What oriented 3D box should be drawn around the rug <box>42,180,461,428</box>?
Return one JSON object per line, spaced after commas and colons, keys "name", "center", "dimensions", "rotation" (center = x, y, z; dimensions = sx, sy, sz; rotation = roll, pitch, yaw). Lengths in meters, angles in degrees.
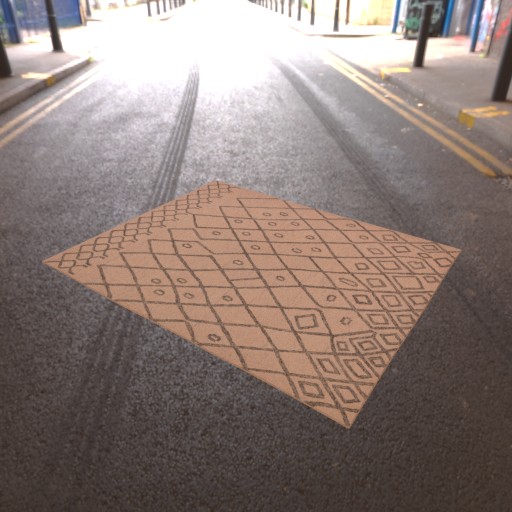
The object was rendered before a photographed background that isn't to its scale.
{"name": "rug", "center": [0.000, 0.000, 4.106], "dimensions": [3.046, 0.015, 2.446], "rotation": [20, 37, 30]}
